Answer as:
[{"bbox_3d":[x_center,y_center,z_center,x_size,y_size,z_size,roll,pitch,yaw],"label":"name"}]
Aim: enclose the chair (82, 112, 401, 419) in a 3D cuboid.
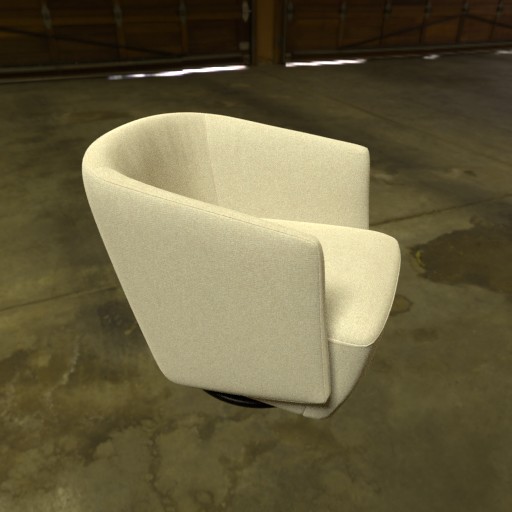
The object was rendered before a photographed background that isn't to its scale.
[{"bbox_3d":[0.000,0.000,1.596,0.986,0.861,0.822,11,33,18],"label":"chair"}]
